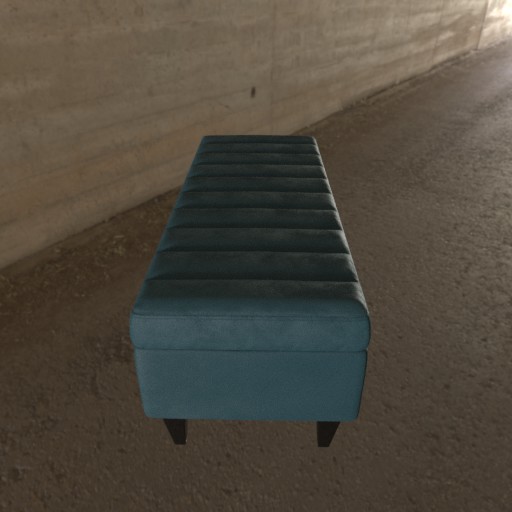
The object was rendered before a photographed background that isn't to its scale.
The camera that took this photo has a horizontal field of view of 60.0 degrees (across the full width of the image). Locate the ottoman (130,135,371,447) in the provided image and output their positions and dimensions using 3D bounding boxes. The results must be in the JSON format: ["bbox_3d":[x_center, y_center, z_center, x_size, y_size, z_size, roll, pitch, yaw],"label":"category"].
[{"bbox_3d":[0.000,0.000,1.429,0.482,0.469,1.151,1,32,1],"label":"ottoman"}]
